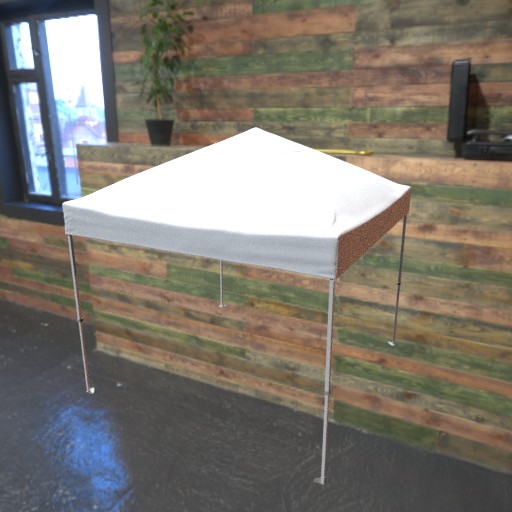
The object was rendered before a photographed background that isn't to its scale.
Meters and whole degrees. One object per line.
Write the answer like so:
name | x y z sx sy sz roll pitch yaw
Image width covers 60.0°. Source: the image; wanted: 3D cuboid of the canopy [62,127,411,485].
canopy | 0.000 0.000 5.384 2.996 2.997 2.998 9 19 27
